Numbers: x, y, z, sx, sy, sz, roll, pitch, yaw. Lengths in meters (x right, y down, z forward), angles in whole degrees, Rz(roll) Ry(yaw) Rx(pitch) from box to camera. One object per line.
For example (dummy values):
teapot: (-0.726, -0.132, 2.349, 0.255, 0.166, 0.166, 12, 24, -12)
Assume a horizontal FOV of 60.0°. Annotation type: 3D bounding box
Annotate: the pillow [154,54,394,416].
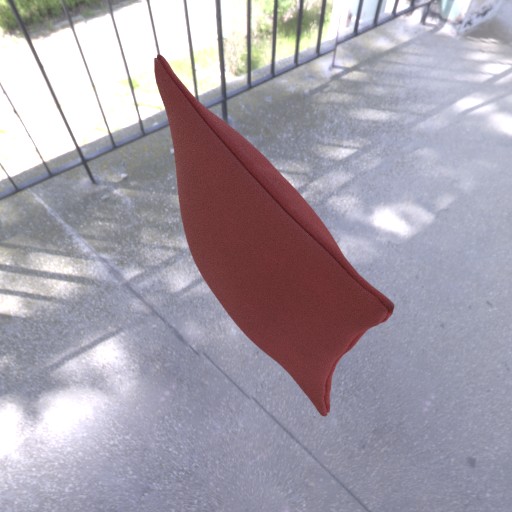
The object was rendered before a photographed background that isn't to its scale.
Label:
pillow: (0.000, 0.000, 0.649, 0.151, 0.416, 0.435, -31, 64, -17)
